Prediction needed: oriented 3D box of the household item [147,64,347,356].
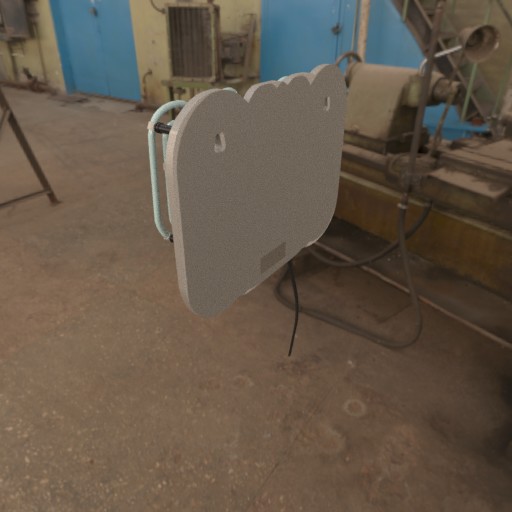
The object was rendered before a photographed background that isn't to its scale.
[{"bbox_3d":[0.000,0.000,0.380,0.042,0.294,0.211,20,36,30],"label":"household item"}]
